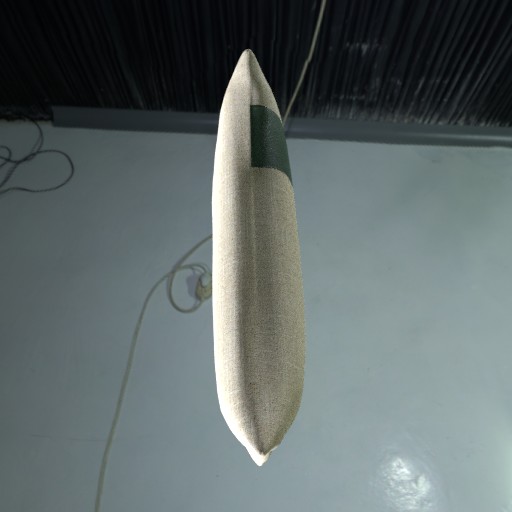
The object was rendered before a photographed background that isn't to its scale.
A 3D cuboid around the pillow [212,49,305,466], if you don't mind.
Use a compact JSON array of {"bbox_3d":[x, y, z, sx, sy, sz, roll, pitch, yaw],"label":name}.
[{"bbox_3d":[0.000,0.000,1.016,0.197,0.429,0.859,-2,63,-1],"label":"pillow"}]
